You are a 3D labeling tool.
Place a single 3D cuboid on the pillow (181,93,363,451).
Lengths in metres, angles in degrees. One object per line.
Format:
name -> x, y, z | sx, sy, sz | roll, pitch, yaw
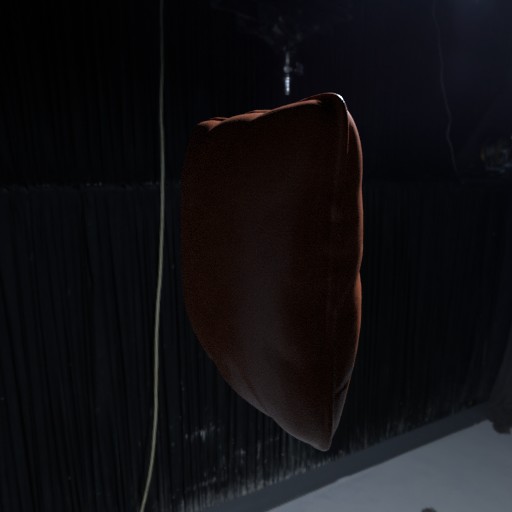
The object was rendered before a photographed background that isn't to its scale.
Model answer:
pillow -> 0.000, 0.000, 0.829 | 0.236, 0.523, 0.532 | -6, 14, -25
